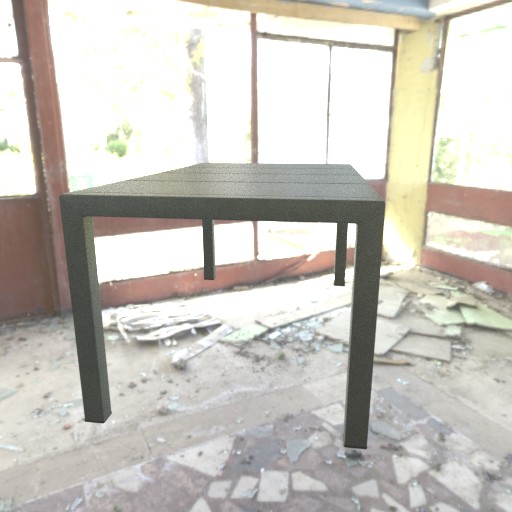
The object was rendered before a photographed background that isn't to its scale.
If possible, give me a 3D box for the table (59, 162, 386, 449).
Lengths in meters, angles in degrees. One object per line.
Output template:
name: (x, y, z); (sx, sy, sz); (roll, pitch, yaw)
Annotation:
table: (0.000, 0.000, 1.257); (0.559, 0.460, 0.965); (2, 15, 8)
